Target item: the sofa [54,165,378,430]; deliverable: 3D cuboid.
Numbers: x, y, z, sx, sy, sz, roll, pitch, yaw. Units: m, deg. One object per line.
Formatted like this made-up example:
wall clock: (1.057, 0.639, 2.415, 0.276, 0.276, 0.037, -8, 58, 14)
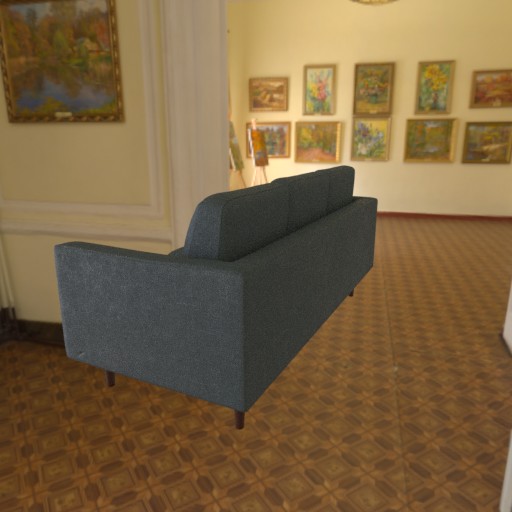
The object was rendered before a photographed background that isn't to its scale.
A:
sofa: (0.000, 0.000, 2.548, 0.935, 0.945, 2.013, 8, 17, 26)
